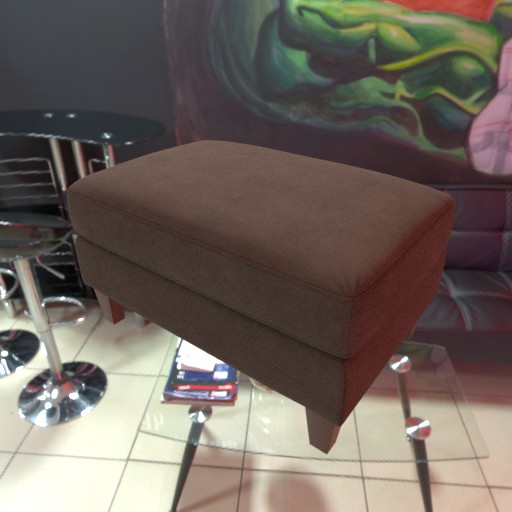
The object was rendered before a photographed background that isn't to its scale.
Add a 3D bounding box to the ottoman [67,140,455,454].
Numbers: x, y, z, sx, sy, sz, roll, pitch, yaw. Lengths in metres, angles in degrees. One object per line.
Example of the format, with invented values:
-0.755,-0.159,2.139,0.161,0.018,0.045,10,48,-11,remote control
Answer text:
0.000,0.000,1.207,0.864,0.483,0.584,21,36,32,ottoman
